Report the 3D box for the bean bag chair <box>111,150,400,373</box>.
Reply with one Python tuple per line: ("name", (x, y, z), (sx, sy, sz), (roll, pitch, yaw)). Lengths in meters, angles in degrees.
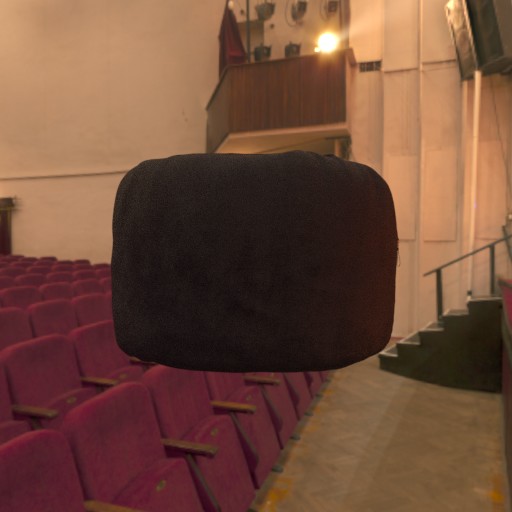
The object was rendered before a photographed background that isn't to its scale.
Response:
("bean bag chair", (0.000, 0.000, 1.960), (1.219, 0.762, 1.219), (0, 1, 0))
